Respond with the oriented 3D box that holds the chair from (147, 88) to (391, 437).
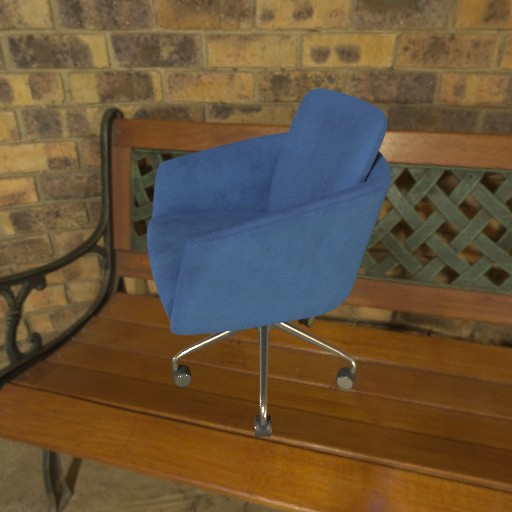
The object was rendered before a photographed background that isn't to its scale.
[{"bbox_3d":[0.000,0.000,1.363,0.635,0.908,0.641,-8,30,-15],"label":"chair"}]
